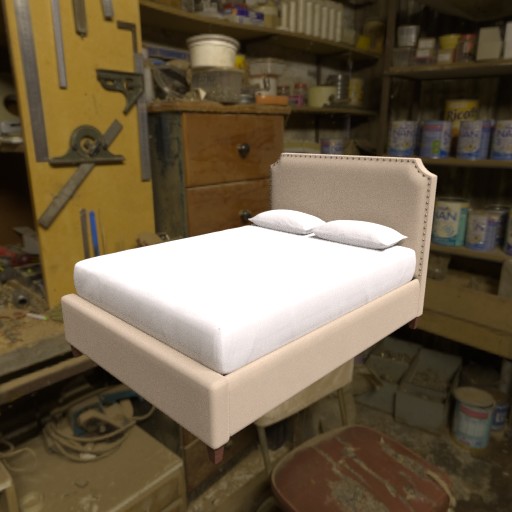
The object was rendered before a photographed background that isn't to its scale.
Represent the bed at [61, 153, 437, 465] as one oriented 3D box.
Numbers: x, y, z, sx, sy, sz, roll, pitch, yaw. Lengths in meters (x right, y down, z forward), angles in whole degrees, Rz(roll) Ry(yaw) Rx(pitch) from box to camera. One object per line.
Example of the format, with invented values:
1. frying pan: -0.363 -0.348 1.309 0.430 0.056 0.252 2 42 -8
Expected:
1. bed: 0.000 0.000 3.370 1.703 1.415 2.329 15 21 42
